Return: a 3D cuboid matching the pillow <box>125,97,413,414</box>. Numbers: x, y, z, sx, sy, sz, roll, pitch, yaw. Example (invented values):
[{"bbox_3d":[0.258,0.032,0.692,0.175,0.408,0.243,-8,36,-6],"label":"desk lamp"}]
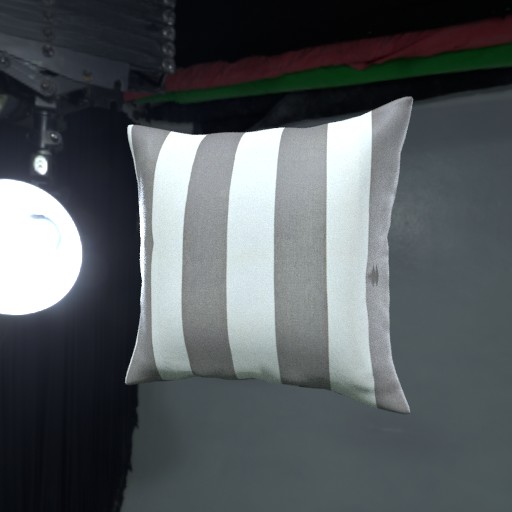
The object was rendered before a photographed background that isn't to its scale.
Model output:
[{"bbox_3d":[0.000,0.000,0.782,0.522,0.507,0.192,0,0,17],"label":"pillow"}]
